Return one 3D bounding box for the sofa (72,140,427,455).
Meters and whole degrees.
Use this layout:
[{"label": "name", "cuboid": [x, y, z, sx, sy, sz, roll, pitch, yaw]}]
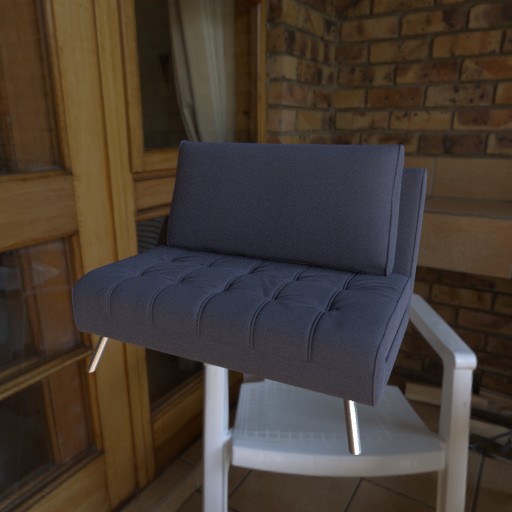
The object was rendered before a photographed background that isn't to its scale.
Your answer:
[{"label": "sofa", "cuboid": [0.000, 0.000, 1.850, 1.220, 0.910, 0.910, 8, 18, 25]}]
